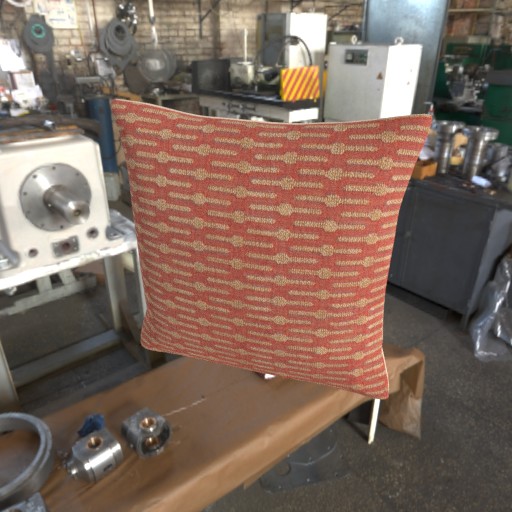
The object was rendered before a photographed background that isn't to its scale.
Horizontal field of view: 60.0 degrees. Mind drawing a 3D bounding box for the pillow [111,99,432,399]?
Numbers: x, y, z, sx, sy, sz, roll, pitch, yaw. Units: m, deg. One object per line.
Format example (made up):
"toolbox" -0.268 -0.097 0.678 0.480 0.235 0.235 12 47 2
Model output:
"pillow" 0.000 0.000 0.776 0.511 0.503 0.182 8 27 16
